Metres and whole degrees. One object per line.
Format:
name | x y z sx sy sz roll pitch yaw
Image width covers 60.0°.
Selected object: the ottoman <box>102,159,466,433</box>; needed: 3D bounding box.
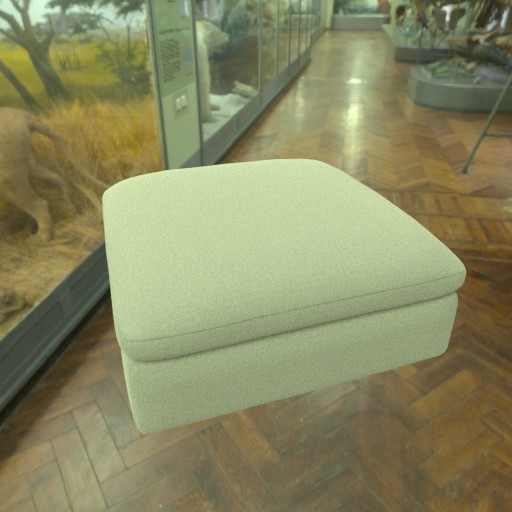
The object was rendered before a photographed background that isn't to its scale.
ottoman | 0.000 0.000 1.550 0.977 0.467 0.996 -10 32 -16
